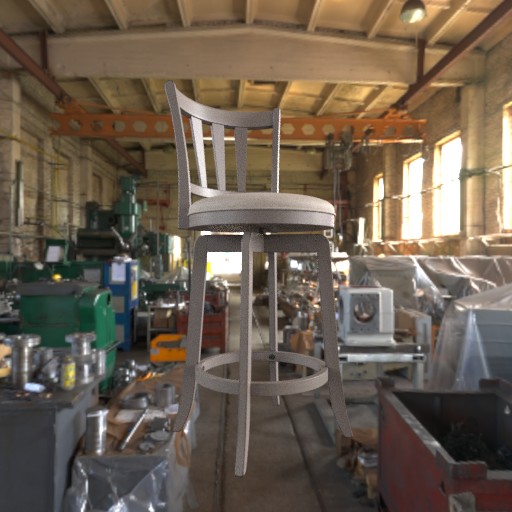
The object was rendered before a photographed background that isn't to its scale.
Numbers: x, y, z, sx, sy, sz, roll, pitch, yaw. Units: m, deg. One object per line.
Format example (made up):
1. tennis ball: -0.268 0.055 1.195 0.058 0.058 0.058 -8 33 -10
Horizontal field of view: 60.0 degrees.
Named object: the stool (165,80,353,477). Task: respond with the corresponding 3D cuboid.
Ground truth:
1. stool: 0.000 0.000 1.298 0.436 1.023 0.475 0 0 -36
